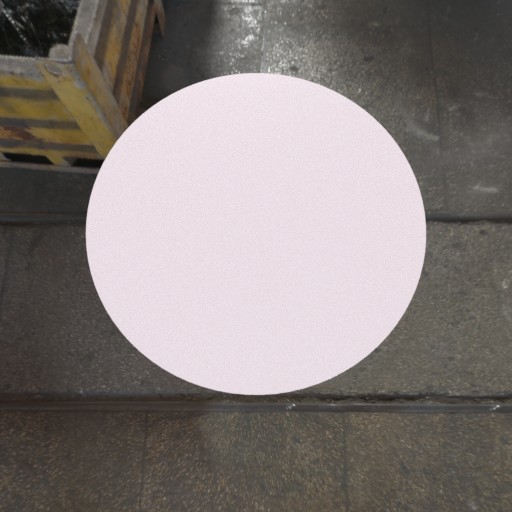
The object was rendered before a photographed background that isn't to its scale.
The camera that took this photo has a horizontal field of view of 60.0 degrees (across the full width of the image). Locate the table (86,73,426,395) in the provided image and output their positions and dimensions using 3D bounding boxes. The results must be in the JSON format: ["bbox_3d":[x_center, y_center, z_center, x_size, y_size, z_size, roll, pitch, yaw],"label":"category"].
[{"bbox_3d":[0.000,0.000,1.538,0.896,0.762,0.896,0,74,0],"label":"table"}]
